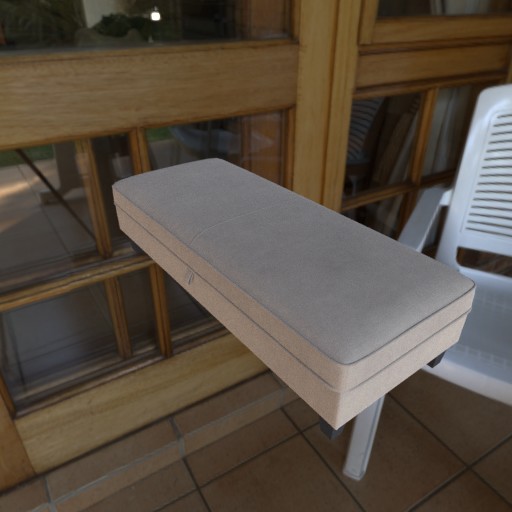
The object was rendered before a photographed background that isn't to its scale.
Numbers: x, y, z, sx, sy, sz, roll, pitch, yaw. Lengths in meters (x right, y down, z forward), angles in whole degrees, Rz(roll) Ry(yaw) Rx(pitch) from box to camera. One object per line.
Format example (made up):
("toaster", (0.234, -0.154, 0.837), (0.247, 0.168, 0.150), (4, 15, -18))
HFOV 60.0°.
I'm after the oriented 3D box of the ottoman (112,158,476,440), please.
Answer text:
("ottoman", (0.000, 0.000, 2.051), (0.735, 0.460, 1.726), (-21, 37, -31))
